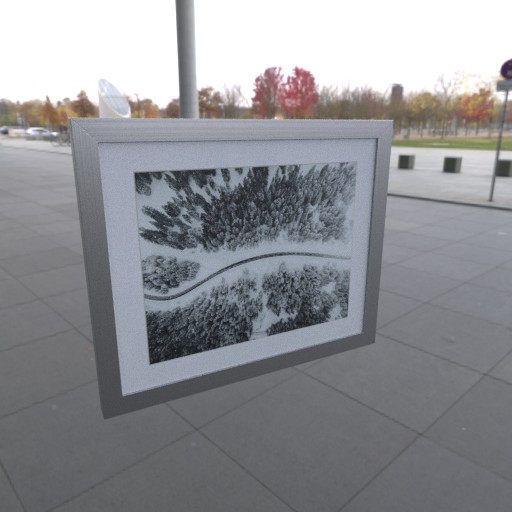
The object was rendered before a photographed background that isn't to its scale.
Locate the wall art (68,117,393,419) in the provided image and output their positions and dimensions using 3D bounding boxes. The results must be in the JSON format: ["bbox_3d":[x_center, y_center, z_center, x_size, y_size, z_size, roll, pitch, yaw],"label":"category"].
[{"bbox_3d":[0.000,0.000,0.774,0.557,0.456,0.032,-8,18,-26],"label":"wall art"}]
